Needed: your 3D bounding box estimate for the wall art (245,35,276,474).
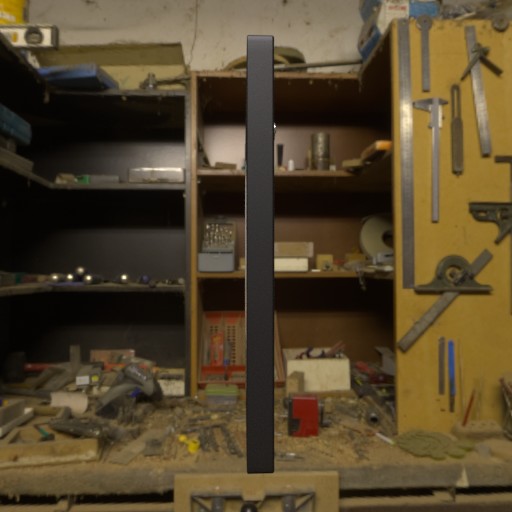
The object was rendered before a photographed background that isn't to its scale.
[{"bbox_3d":[0.000,0.000,0.917,0.043,0.611,0.610,0,-1,-2],"label":"wall art"}]
